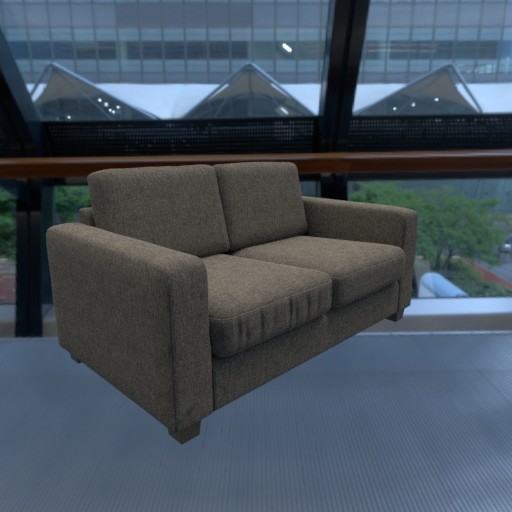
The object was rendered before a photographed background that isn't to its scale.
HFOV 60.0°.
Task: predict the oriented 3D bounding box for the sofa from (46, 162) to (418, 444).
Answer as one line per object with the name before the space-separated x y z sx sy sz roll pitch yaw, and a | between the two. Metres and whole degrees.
sofa | 0.000 0.000 2.008 0.900 0.800 1.520 14 20 43
